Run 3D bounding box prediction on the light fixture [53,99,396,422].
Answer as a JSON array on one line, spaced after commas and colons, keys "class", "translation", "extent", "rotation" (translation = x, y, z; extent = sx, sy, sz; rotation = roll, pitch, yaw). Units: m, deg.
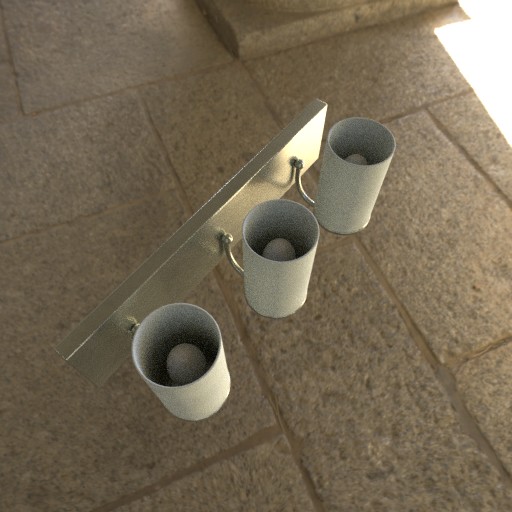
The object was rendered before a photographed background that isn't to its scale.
[{"class": "light fixture", "translation": [0.000, 0.000, 0.537], "extent": [0.145, 0.172, 0.451], "rotation": [34, 65, 18]}]
